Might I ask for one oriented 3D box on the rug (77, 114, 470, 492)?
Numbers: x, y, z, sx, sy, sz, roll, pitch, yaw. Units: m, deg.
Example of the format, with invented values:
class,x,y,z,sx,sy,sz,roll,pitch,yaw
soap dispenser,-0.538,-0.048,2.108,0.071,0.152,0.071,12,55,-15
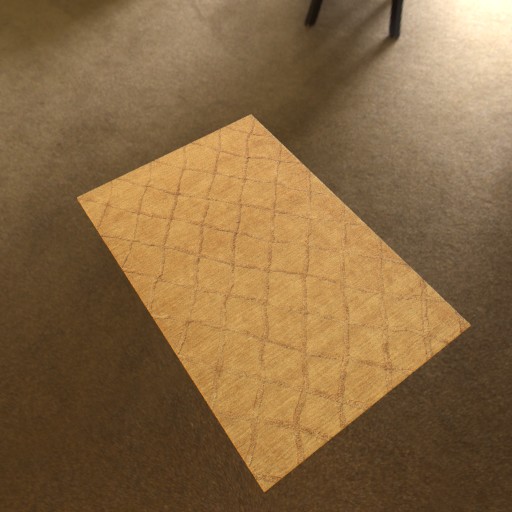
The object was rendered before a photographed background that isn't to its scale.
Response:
class,x,y,z,sx,sy,sz,roll,pitch,yaw
rug,0.000,0.000,2.918,1.528,0.014,2.292,-31,63,-18
